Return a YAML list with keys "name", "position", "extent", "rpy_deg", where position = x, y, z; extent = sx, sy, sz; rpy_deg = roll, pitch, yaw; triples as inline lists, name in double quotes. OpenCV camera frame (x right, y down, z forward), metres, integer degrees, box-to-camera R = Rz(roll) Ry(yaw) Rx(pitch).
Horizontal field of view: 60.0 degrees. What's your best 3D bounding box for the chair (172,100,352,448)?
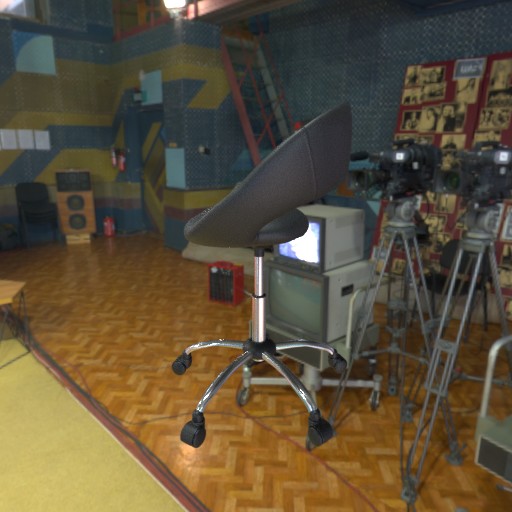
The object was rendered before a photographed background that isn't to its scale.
- name: "chair"
  position: [0.000, 0.000, 1.204]
  extent: [0.538, 0.791, 0.612]
  rpy_deg: [2, 14, 8]
